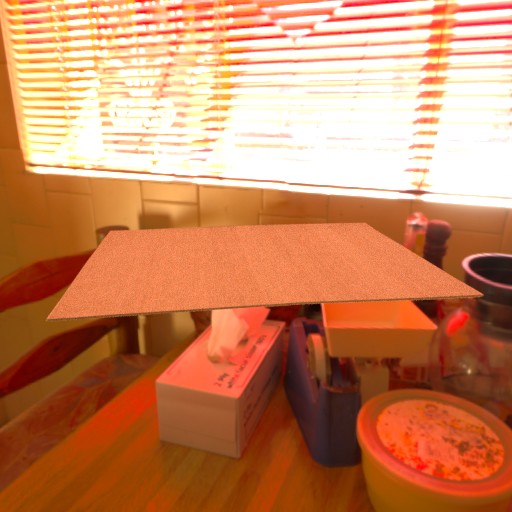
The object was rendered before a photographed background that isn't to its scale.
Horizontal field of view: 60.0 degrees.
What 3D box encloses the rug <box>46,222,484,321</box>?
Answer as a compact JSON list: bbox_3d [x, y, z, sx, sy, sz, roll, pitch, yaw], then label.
[{"bbox_3d":[0.000,0.000,4.338,3.202,0.045,2.434,-2,18,-7],"label":"rug"}]
